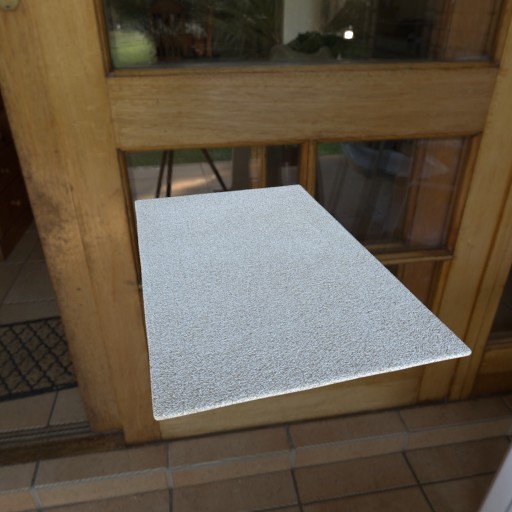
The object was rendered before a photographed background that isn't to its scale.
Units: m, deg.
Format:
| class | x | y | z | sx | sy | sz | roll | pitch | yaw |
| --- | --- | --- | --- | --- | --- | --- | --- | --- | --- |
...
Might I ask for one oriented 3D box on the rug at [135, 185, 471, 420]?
| class | x | y | z | sx | sy | sz | roll | pitch | yaw |
| --- | --- | --- | --- | --- | --- | --- | --- | --- | --- |
| rug | 0.000 | 0.000 | 3.007 | 1.524 | 0.030 | 2.438 | -8 | 30 | -13 |
